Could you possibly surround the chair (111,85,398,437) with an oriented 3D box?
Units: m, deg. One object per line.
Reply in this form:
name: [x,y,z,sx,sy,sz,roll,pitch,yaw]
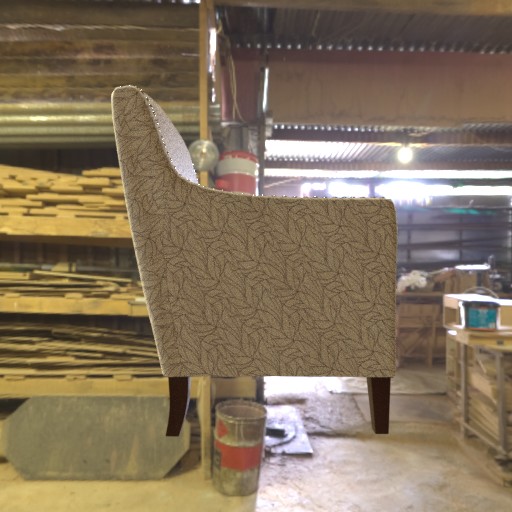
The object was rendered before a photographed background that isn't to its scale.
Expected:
chair: [0.000,0.000,1.302,0.651,0.816,0.623,0,0,1]
